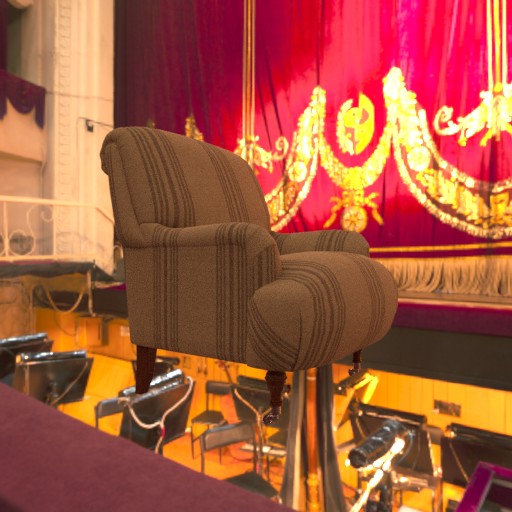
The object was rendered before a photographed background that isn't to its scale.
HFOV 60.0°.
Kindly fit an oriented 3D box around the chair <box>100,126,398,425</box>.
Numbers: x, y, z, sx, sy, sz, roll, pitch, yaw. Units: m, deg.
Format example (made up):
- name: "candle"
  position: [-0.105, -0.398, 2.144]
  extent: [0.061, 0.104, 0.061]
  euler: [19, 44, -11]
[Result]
- name: "chair"
  position: [0.000, 0.000, 1.619]
  extent: [0.914, 0.940, 0.813]
  euler: [0, 0, 35]
